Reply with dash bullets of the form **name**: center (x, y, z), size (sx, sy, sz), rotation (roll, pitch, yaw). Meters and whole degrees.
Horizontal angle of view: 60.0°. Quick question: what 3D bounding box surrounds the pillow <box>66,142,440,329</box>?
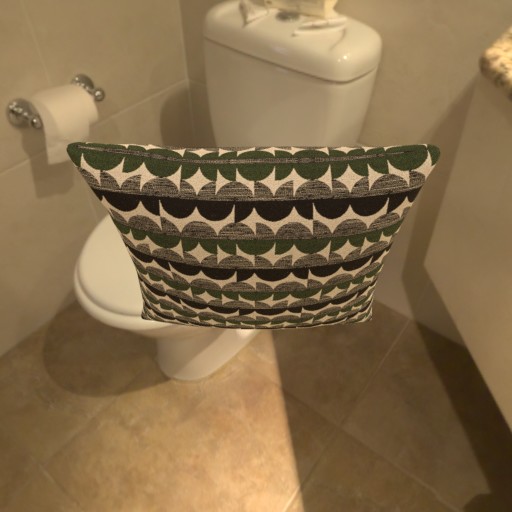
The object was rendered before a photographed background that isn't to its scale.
- **pillow**: center (0.000, 0.000, 0.647), size (0.419, 0.404, 0.180), rotation (0, 47, 0)
